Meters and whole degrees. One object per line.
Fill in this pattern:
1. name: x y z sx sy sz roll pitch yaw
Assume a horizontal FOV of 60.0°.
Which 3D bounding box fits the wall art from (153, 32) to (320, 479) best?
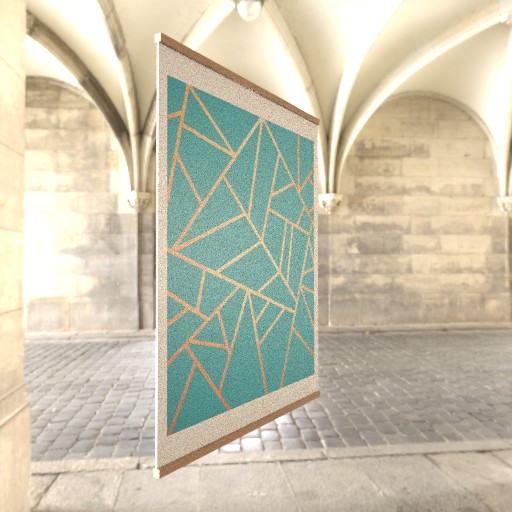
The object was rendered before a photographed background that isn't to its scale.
1. wall art: 0.000 0.000 0.792 0.012 0.608 0.459 -1 -1 36
